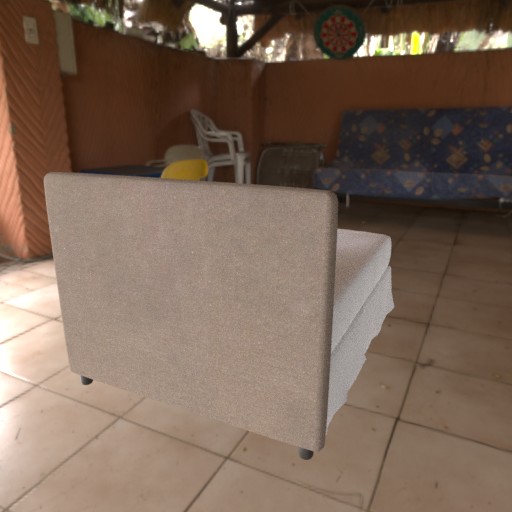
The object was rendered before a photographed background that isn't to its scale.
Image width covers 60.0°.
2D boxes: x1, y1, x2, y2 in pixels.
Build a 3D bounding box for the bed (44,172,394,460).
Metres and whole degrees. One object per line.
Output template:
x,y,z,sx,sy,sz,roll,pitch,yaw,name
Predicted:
0.000,0.000,3.185,1.723,1.330,2.142,8,19,25,bed
